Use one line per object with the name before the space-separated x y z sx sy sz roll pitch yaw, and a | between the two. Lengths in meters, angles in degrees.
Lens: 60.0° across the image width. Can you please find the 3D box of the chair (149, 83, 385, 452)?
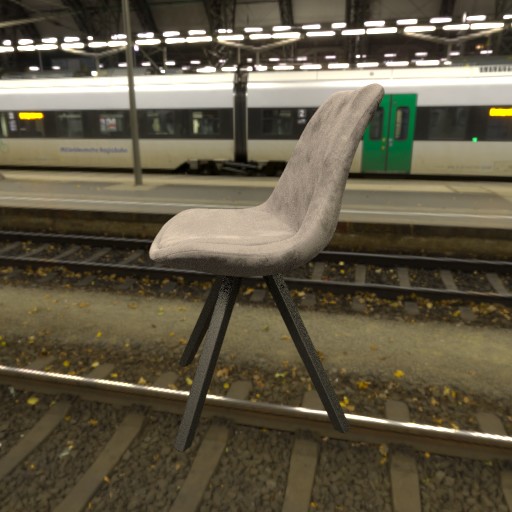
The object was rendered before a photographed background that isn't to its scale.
chair | 0.000 0.000 1.185 0.550 0.850 0.485 -2 16 -8
